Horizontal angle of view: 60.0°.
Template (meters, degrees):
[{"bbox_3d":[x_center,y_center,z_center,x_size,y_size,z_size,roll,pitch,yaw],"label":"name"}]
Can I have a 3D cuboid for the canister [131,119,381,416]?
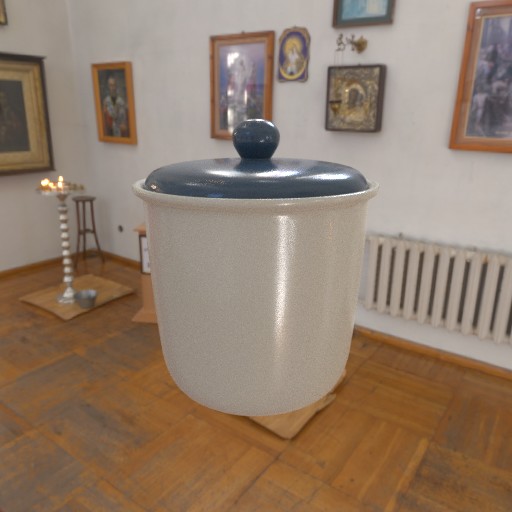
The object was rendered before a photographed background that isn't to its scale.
[{"bbox_3d":[0.000,0.000,0.351,0.182,0.208,0.182,0,16,0],"label":"canister"}]
